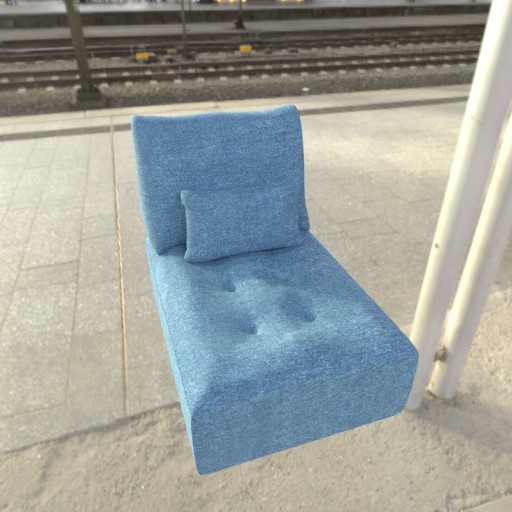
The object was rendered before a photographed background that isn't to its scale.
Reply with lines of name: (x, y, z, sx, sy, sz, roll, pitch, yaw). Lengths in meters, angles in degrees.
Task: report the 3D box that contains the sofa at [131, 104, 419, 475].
sofa: (0.000, 0.000, 1.565, 0.700, 0.820, 1.000, -10, 33, -16)
